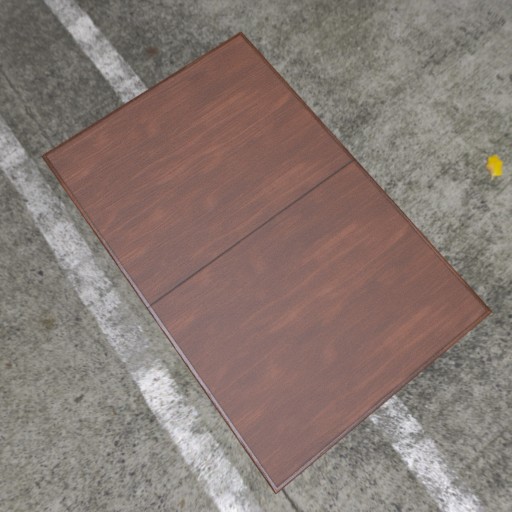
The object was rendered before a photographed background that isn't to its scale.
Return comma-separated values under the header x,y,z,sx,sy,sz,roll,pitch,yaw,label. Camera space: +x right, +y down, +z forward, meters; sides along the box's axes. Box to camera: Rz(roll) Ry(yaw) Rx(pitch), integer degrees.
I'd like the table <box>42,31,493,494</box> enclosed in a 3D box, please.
x,y,z,sx,sy,sz,roll,pitch,yaw,label
0.000,0.000,2.039,0.990,0.761,1.524,-36,78,-9,table
